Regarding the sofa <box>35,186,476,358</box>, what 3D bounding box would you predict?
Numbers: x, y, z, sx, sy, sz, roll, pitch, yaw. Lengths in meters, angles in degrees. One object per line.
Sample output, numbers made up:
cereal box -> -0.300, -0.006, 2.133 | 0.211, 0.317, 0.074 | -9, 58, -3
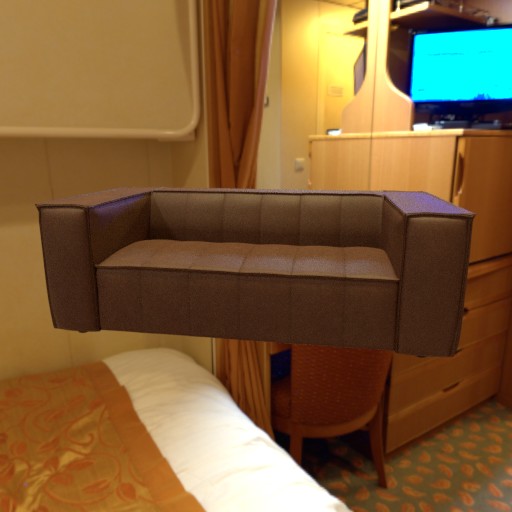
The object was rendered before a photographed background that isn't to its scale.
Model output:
sofa -> 0.000, 0.000, 2.589 | 2.088, 0.703, 1.102 | 2, 14, 9
